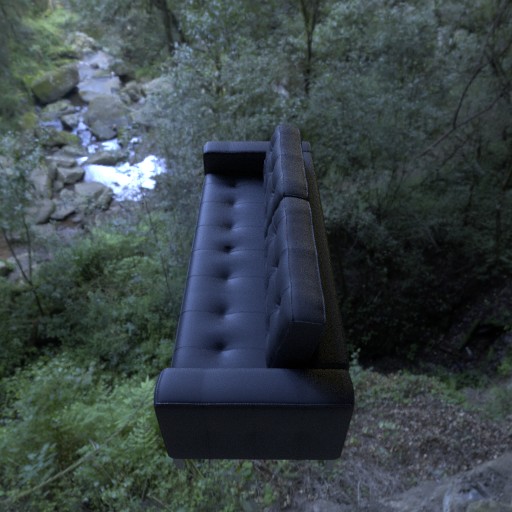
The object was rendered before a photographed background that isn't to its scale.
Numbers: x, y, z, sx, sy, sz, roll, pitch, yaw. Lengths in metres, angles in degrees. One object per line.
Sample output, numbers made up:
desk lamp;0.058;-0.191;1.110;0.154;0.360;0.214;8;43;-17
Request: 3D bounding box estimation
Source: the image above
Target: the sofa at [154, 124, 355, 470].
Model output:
sofa;0.000;0.000;2.726;0.833;0.893;2.275;0;42;0
